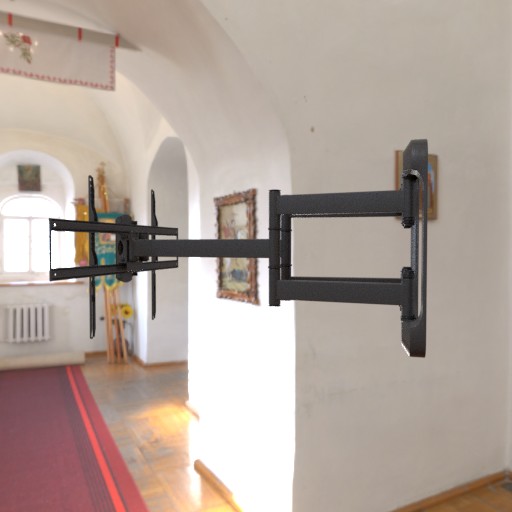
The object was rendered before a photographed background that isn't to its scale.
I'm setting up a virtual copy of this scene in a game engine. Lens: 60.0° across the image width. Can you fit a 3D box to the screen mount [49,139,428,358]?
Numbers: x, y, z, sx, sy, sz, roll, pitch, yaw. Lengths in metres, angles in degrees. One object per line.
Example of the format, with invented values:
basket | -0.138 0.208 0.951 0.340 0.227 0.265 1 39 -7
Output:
screen mount | 0.000 0.000 1.318 0.905 0.483 0.725 0 2 17
